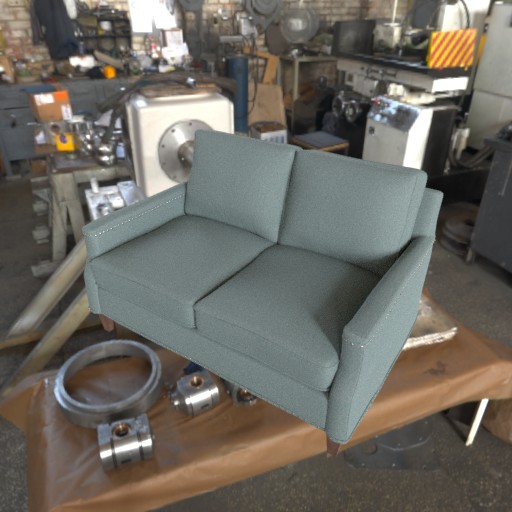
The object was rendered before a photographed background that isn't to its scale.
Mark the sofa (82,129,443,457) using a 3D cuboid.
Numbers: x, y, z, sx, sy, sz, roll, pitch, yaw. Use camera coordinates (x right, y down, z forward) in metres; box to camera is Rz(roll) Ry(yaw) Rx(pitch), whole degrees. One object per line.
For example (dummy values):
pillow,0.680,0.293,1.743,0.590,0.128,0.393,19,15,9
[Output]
sofa,0.000,0.000,2.331,1.597,1.003,1.084,19,35,29
